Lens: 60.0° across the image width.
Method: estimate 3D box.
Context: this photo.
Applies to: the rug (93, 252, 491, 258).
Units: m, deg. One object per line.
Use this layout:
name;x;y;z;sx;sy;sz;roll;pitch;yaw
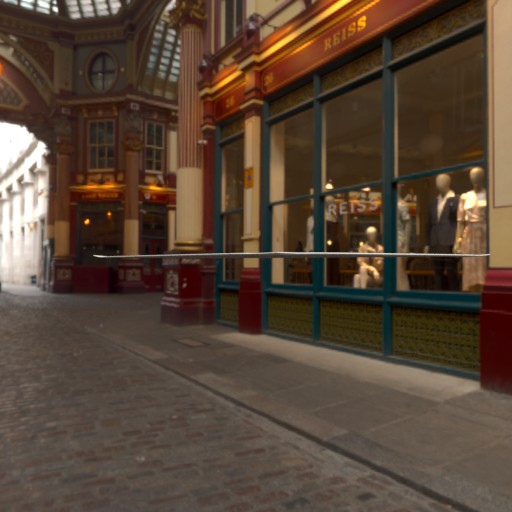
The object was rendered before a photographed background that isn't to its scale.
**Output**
rug;0.000;0.000;3.034;1.518;0.023;2.434;0;-1;-35
